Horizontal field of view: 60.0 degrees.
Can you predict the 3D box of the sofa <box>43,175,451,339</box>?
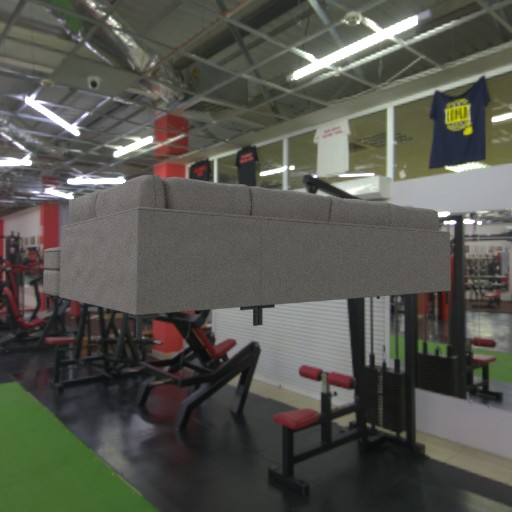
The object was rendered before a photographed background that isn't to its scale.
[{"bbox_3d":[0.000,0.000,4.237,3.331,0.964,2.077,1,-1,-38],"label":"sofa"}]
